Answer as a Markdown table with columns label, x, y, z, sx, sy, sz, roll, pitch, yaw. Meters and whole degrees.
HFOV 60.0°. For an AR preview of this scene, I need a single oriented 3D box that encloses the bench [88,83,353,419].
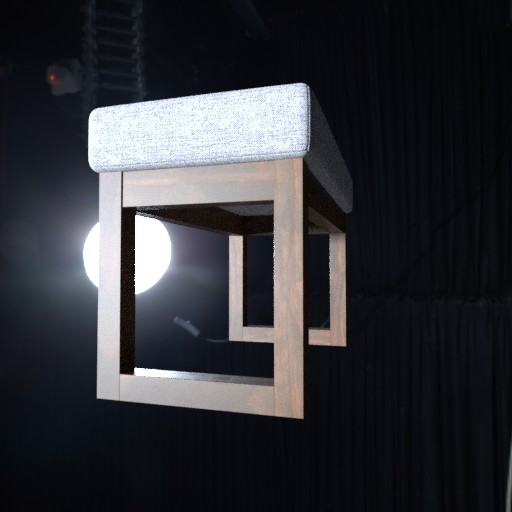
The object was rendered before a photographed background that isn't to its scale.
| label | x | y | z | sx | sy | sz | roll | pitch | yaw |
| --- | --- | --- | --- | --- | --- | --- | --- | --- | --- |
| bench | 0.000 | 0.000 | 0.968 | 0.366 | 0.467 | 0.681 | -1 | -2 | 17 |
